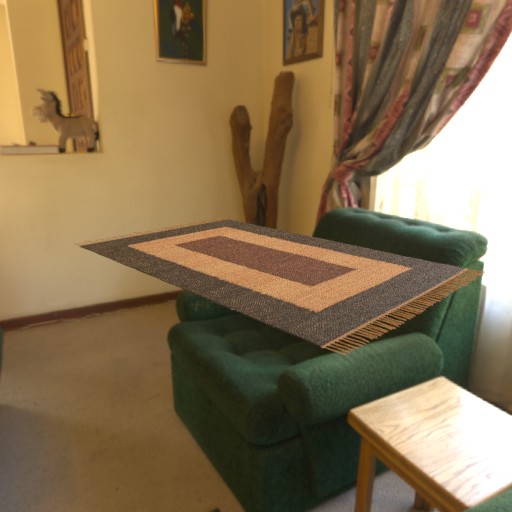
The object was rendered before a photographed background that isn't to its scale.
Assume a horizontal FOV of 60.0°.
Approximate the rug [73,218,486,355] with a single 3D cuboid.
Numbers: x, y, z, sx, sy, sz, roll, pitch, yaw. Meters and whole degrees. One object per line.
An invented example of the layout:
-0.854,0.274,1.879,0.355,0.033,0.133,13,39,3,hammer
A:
0.000,0.000,1.874,0.920,0.013,1.541,-15,22,-43,rug
